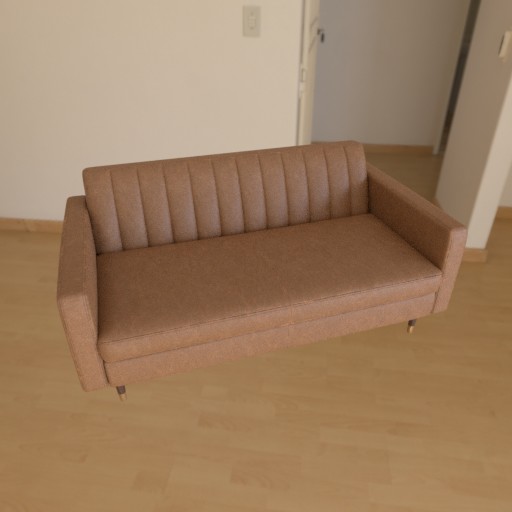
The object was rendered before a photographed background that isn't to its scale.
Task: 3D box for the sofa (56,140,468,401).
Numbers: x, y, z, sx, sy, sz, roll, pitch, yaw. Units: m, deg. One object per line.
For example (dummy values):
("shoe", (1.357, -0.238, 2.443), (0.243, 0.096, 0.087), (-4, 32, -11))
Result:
("sofa", (0.000, 0.000, 2.334), (1.847, 0.821, 0.993), (-10, 33, -15))
